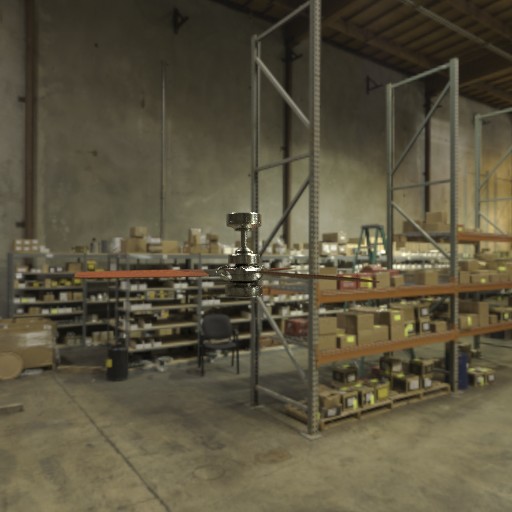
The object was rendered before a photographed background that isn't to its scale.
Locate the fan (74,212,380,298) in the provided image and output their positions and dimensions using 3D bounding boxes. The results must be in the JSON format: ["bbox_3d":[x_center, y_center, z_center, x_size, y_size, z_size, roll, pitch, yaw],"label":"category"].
[{"bbox_3d":[0.000,0.000,2.035,1.416,0.410,1.271,0,0,-35],"label":"fan"}]
